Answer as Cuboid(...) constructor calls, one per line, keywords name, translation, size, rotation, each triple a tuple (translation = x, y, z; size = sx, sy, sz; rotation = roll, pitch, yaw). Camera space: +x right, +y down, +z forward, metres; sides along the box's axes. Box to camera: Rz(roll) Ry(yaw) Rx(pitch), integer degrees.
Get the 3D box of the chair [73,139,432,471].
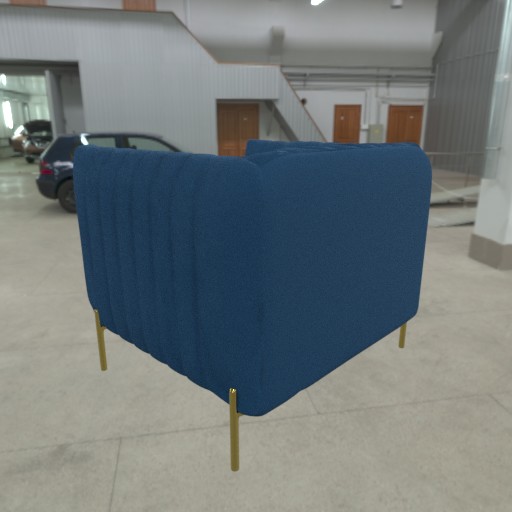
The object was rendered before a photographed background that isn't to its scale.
Cuboid(name="chair", translation=(0.000, 0.000, 1.574), size=(0.877, 0.793, 0.947), rotation=(15, 23, 42))
